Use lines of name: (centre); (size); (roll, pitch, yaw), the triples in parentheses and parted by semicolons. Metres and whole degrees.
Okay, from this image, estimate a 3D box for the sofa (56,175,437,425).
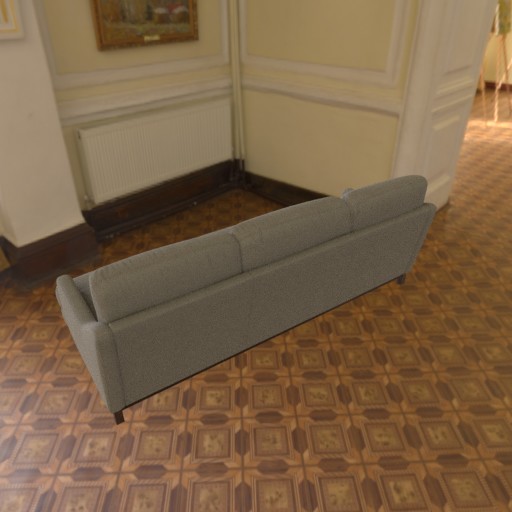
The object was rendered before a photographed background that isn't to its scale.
sofa: (0.000, 0.000, 2.898); (2.344, 0.926, 0.987); (-20, 37, -29)
